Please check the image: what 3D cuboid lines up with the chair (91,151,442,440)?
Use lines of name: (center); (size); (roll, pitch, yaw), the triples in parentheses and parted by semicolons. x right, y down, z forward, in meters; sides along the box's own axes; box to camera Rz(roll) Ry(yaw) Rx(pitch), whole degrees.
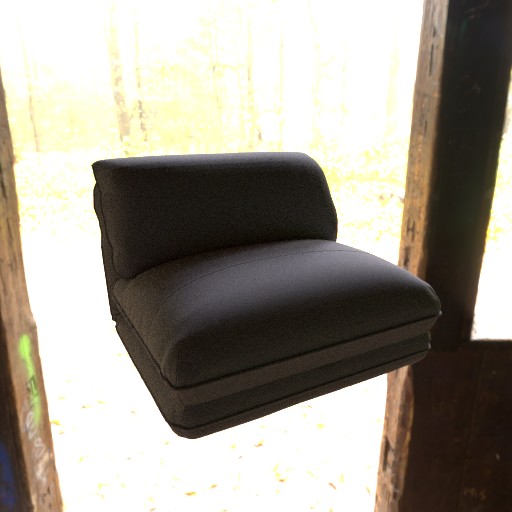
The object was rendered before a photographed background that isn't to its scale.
chair: (0.000, 0.000, 1.347); (0.820, 0.580, 0.780); (-9, 19, -27)
